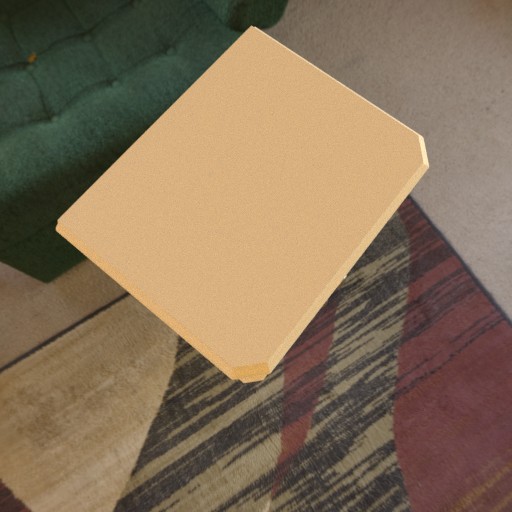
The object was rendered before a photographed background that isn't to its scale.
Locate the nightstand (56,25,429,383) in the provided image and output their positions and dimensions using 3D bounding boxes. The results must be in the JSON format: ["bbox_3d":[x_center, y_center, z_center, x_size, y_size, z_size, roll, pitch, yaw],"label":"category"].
[{"bbox_3d":[0.000,0.000,0.933,0.351,0.681,0.435,38,77,10],"label":"nightstand"}]
